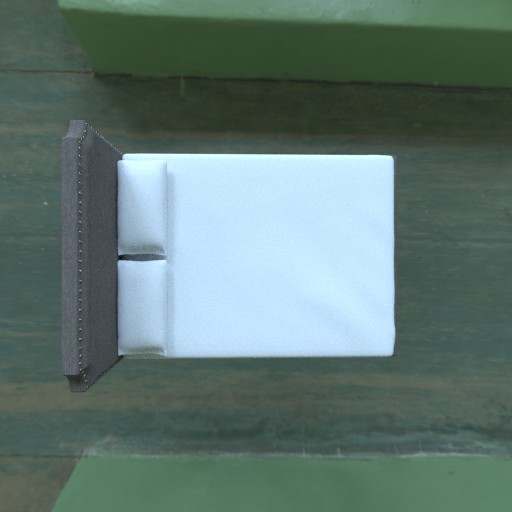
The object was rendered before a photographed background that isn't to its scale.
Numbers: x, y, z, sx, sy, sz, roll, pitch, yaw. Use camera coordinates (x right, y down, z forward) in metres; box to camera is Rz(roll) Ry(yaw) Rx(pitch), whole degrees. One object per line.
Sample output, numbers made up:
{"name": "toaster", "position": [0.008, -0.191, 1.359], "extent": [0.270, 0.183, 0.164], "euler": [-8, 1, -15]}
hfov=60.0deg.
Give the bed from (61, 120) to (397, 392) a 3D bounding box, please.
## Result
{"name": "bed", "position": [0.000, 0.000, 3.414], "extent": [2.381, 1.457, 1.713], "euler": [0, 90, -2]}
